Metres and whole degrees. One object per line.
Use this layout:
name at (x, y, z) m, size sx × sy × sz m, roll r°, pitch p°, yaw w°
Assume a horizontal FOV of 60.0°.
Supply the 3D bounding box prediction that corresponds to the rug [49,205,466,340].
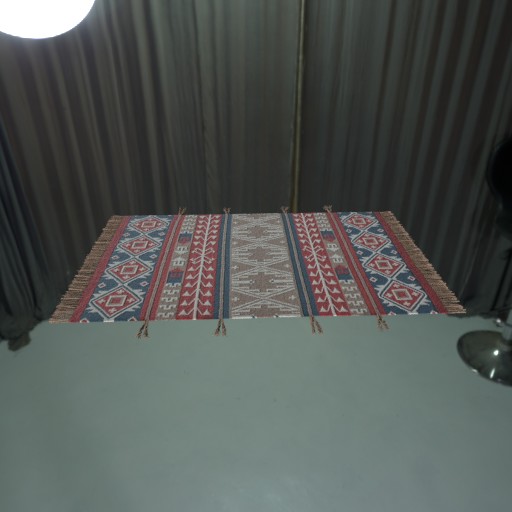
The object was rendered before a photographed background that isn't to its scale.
rug at (0.000, 0.000, 2.647) m, size 2.025 × 0.040 × 1.469 m, roll -1°, pitch 29°, yaw -2°
